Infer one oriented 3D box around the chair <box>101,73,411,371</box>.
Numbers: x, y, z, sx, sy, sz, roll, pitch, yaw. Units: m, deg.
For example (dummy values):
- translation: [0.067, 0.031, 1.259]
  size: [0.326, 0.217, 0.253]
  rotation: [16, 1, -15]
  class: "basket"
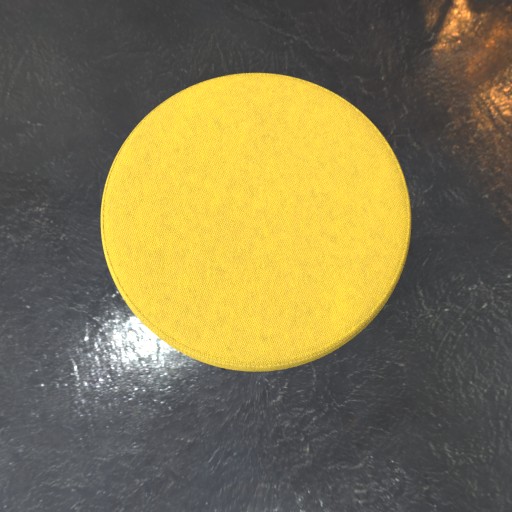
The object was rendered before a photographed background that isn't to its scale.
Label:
- translation: [0.000, 0.000, 0.686]
  size: [0.345, 0.455, 0.345]
  rotation: [-24, 77, -6]
  class: "chair"
